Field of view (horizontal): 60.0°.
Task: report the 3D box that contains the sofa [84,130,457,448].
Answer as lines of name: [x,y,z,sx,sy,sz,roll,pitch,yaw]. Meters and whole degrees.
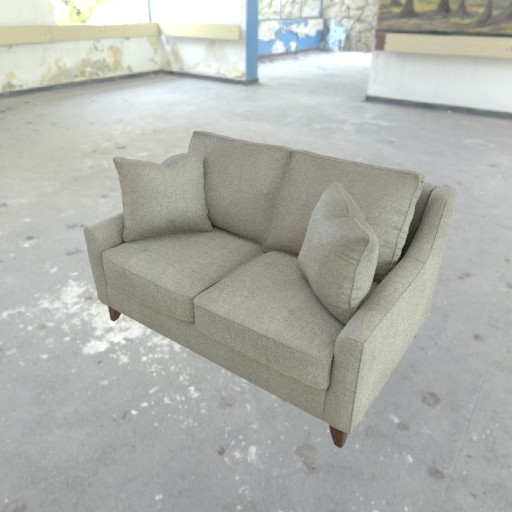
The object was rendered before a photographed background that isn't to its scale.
sofa: [0.000,0.000,2.031,1.422,0.863,0.915,20,35,30]
